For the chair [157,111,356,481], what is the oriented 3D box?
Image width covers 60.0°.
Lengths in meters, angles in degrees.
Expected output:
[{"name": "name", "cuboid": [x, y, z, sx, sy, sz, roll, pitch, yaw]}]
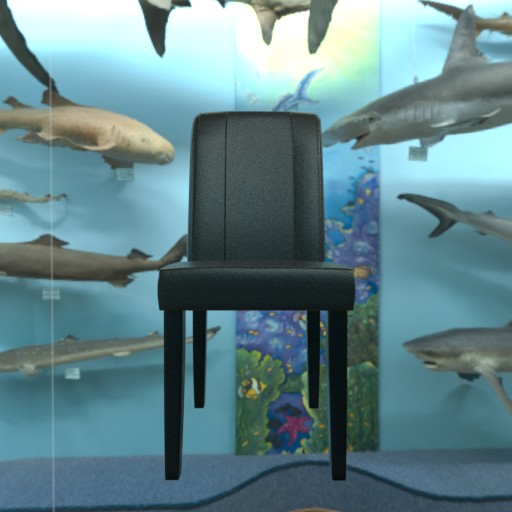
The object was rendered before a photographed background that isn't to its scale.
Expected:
[{"name": "chair", "cuboid": [0.000, 0.000, 1.141, 0.399, 0.897, 0.556, 0, 1, 0]}]
